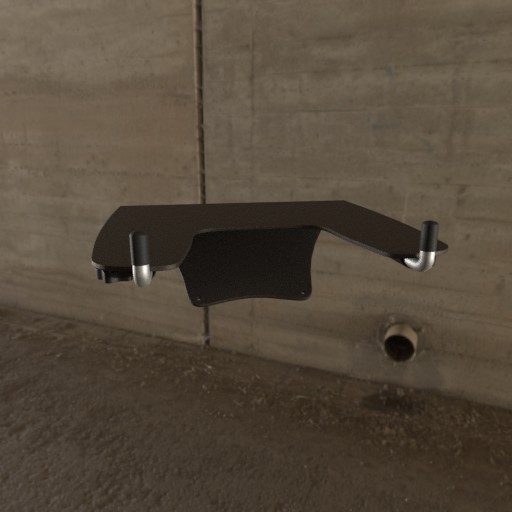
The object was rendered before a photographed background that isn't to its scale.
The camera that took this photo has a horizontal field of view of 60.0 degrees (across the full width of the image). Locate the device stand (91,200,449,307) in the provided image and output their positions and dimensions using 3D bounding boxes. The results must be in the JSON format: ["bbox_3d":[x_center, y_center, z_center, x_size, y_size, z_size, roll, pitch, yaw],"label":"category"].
[{"bbox_3d":[0.000,0.000,0.348,0.230,0.092,0.230,-3,15,-10],"label":"device stand"}]
